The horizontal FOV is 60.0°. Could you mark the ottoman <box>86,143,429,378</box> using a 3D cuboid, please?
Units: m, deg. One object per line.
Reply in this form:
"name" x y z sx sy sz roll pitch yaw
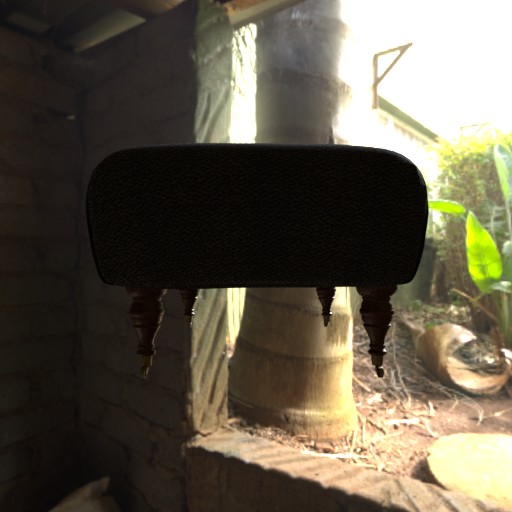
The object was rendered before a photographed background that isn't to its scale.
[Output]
"ottoman" 0.000 0.000 1.109 0.622 0.450 0.747 0 0 -1
